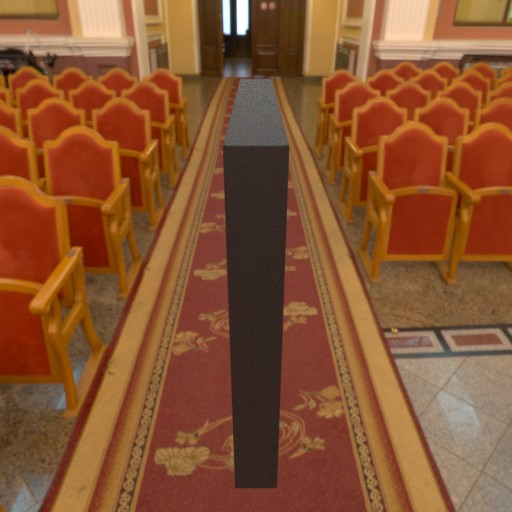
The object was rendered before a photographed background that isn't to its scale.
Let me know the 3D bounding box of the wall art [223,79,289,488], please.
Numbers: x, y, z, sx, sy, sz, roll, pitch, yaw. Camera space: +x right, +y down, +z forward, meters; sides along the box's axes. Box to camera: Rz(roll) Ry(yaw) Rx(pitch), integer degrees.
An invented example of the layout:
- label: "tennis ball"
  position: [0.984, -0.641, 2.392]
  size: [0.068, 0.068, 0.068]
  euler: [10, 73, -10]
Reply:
- label: "wall art"
  position: [0.000, 0.000, 0.455]
  size: [0.037, 0.305, 0.305]
  euler: [0, 28, 0]
